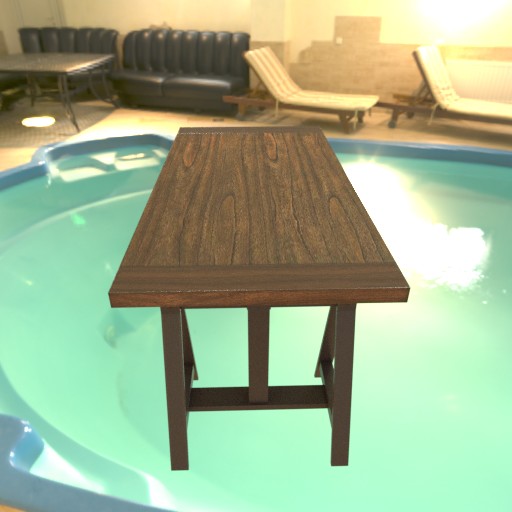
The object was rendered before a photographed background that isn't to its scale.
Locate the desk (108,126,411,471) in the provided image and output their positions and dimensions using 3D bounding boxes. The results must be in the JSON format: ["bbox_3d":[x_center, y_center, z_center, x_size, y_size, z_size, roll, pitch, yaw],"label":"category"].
[{"bbox_3d":[0.000,0.000,1.954,0.784,0.725,1.543,-1,31,-1],"label":"desk"}]
